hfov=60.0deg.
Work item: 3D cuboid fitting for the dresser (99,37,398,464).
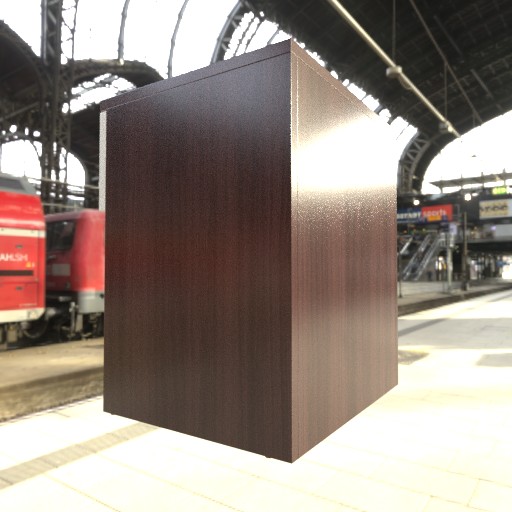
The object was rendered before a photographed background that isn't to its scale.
[{"bbox_3d":[0.000,0.000,0.752,0.360,0.470,0.400,-1,-2,34],"label":"dresser"}]
